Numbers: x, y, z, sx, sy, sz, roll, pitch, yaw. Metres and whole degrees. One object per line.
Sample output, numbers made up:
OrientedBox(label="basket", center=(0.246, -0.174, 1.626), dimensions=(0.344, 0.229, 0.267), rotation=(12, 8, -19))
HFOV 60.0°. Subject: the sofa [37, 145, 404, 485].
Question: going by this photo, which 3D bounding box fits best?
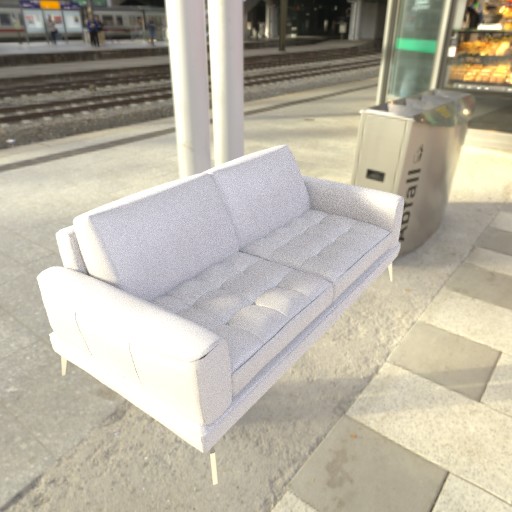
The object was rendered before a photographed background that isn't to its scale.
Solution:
OrientedBox(label="sofa", center=(0.000, 0.000, 2.666), dimensions=(1.121, 0.930, 2.177), rotation=(19, 33, 32))
